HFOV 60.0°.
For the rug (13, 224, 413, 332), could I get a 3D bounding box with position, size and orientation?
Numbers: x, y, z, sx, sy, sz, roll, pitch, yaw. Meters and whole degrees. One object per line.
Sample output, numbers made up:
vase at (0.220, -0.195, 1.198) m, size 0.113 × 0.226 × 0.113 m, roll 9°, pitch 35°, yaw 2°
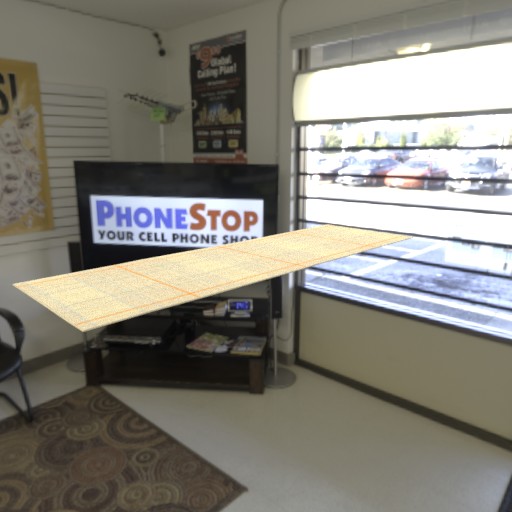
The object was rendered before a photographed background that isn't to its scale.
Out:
rug at (0.000, 0.000, 2.638) m, size 2.442 × 0.016 × 0.770 m, roll -13°, pitch 19°, yaw -43°
